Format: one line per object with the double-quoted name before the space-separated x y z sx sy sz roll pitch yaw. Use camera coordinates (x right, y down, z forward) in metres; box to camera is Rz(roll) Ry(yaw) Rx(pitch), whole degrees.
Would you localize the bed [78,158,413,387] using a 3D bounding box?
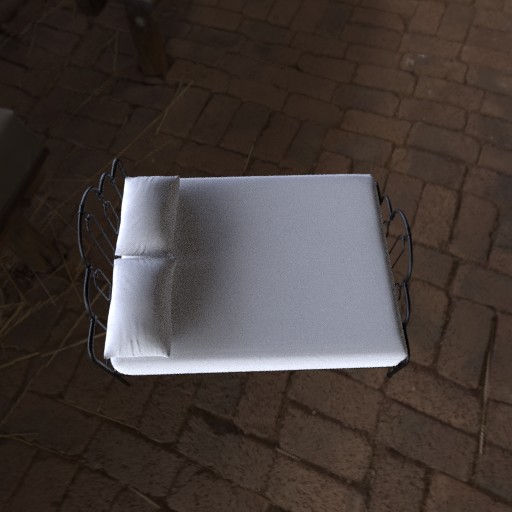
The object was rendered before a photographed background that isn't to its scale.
"bed" 0.000 0.000 3.370 2.181 1.444 1.626 -2 63 -1
